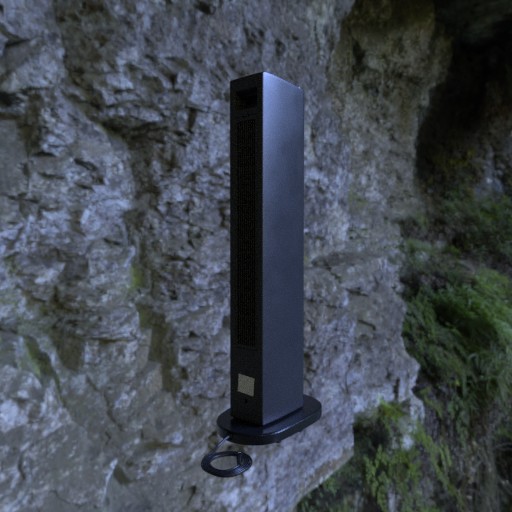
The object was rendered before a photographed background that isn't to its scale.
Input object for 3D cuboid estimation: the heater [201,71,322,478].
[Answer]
[{"bbox_3d":[0.000,0.000,1.067,0.214,0.856,0.458,1,2,36],"label":"heater"}]
